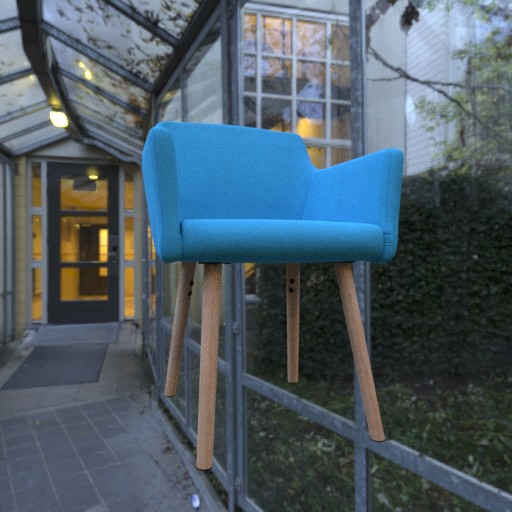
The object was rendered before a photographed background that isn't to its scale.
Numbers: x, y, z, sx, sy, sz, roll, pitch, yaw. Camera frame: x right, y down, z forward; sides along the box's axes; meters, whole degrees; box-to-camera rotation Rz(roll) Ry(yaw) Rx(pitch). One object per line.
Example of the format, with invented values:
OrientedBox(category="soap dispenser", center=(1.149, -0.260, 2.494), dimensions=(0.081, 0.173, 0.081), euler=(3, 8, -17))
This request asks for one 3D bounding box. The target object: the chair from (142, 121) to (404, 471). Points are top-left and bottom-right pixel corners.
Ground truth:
OrientedBox(category="chair", center=(0.000, 0.000, 1.122), dimensions=(0.570, 0.780, 0.540), euler=(0, 1, -19))
